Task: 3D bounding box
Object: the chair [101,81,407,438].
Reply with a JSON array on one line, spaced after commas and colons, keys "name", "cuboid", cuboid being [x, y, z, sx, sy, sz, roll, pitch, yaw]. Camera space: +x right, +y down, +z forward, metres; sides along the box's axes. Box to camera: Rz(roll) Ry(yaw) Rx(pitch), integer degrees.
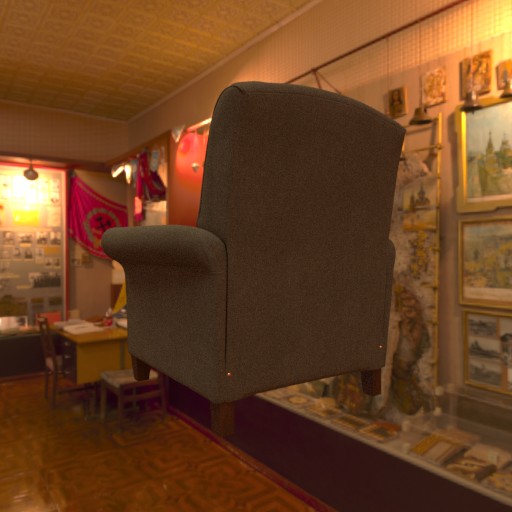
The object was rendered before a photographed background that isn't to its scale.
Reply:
[{"name": "chair", "cuboid": [0.000, 0.000, 1.770, 0.978, 1.061, 0.905, 0, 0, -35]}]
